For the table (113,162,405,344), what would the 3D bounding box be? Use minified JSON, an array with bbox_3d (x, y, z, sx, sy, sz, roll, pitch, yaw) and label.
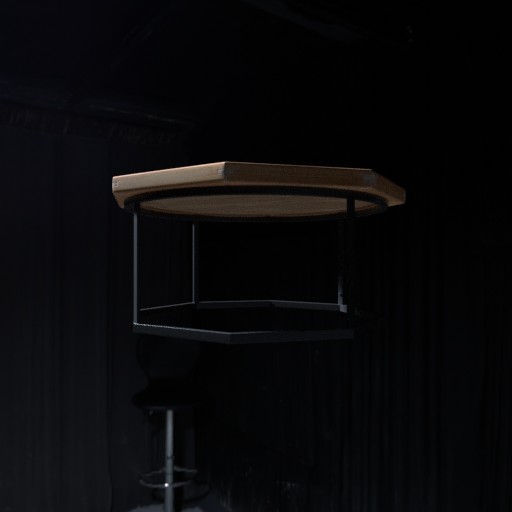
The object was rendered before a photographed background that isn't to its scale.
[{"bbox_3d":[0.000,0.000,1.544,1.002,0.444,1.002,0,0,0],"label":"table"}]
